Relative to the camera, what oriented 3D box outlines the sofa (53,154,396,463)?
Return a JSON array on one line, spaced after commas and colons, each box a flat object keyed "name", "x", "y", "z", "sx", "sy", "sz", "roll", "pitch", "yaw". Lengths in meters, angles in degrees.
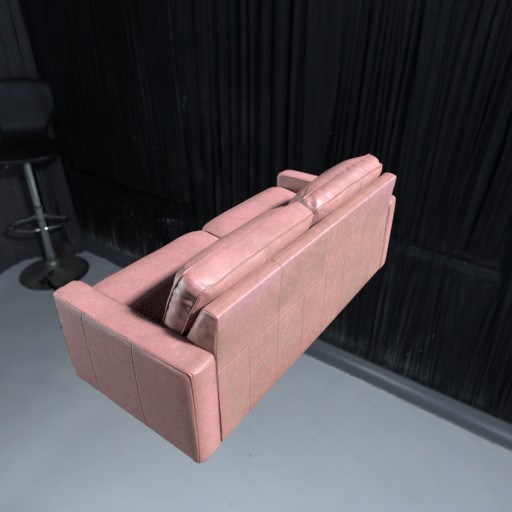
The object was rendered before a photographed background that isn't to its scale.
[{"name": "sofa", "x": 0.000, "y": 0.000, "z": 2.629, "sx": 0.940, "sy": 0.919, "sz": 2.080, "roll": 21, "pitch": 37, "yaw": 30}]
